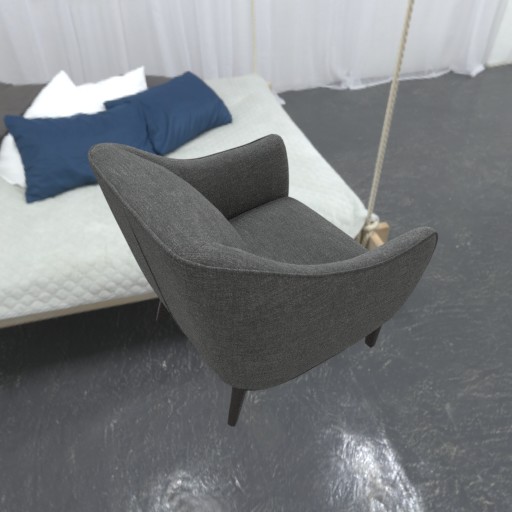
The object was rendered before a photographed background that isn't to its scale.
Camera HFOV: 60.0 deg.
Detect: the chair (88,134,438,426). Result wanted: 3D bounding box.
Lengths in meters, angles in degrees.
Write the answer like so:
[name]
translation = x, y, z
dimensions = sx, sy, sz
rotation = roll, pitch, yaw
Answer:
[chair]
translation = 0.000, 0.000, 1.586
dimensions = 0.851, 0.829, 0.870
rotation = -25, 46, -26
